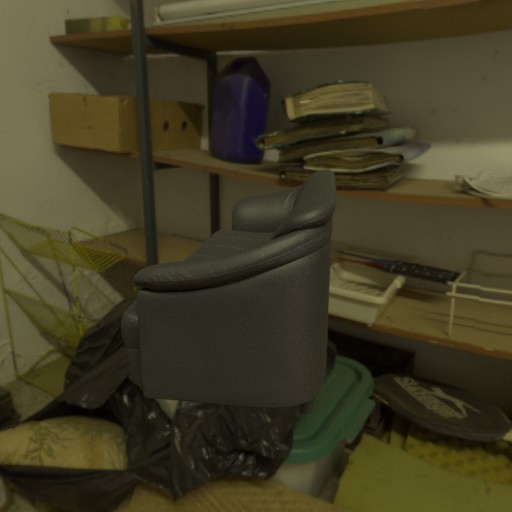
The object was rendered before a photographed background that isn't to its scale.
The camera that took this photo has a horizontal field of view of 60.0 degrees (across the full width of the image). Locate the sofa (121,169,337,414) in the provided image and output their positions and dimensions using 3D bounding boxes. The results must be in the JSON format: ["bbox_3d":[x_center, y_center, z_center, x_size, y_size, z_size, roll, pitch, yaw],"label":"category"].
[{"bbox_3d":[0.000,0.000,2.341,0.800,0.811,1.829,2,16,9],"label":"sofa"}]
